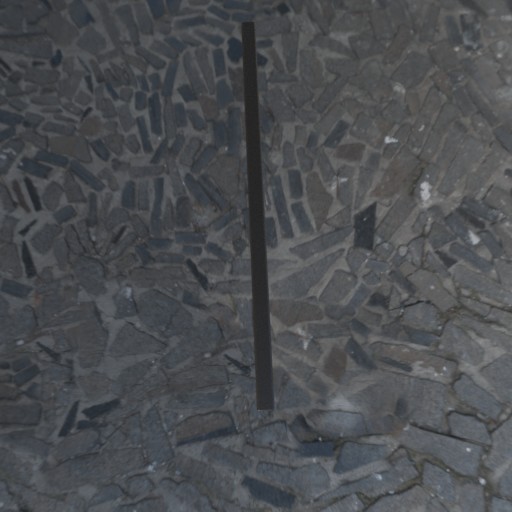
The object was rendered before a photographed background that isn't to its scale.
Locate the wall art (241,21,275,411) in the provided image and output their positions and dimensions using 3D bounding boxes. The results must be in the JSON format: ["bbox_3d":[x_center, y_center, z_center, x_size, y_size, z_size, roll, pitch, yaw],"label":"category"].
[{"bbox_3d":[0.000,0.000,0.799,0.018,0.582,0.481,-2,76,-1],"label":"wall art"}]
